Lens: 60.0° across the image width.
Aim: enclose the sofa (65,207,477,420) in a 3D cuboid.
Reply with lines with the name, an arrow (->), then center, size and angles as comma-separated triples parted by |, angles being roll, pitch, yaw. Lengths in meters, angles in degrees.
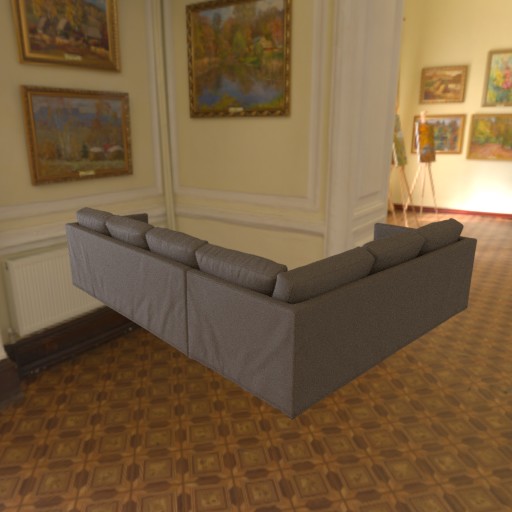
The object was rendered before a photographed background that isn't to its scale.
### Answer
sofa -> 0.000, 0.000, 4.312 | 2.432, 0.871, 3.182 | -15, 22, -41
